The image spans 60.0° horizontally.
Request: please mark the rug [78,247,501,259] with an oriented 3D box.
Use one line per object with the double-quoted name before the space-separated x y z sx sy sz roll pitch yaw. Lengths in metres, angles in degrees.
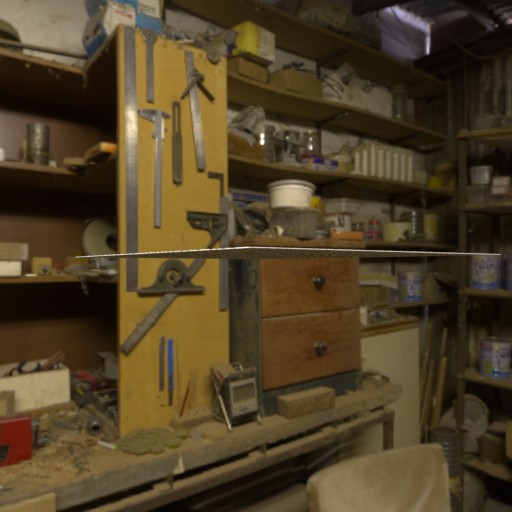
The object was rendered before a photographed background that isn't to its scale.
"rug" 0.000 0.000 4.025 2.354 0.007 3.196 1 -1 -36
